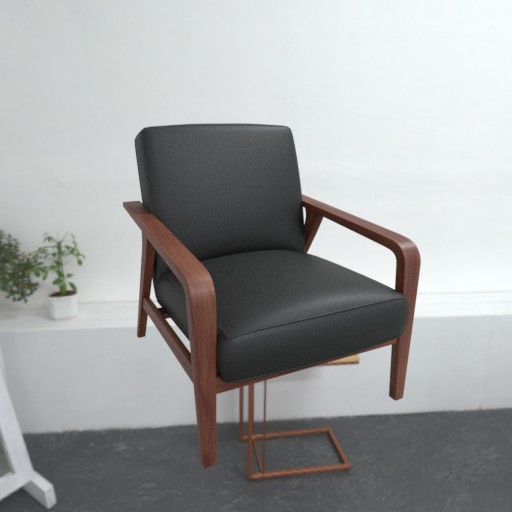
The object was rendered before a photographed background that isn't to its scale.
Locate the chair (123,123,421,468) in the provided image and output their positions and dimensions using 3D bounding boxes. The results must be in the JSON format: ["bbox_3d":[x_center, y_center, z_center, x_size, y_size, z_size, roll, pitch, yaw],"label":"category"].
[{"bbox_3d":[0.000,0.000,1.513,0.719,0.861,0.889,-8,19,-25],"label":"chair"}]
